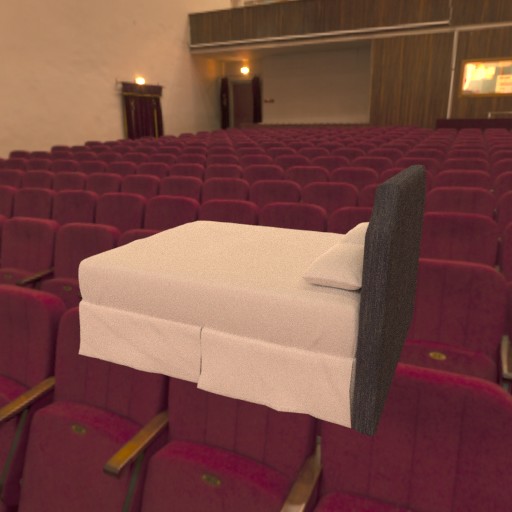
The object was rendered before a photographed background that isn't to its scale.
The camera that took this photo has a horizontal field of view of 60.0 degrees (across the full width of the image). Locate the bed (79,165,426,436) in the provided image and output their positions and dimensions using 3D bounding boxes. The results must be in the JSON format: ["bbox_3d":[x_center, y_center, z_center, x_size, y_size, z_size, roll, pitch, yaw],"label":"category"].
[{"bbox_3d":[0.000,0.000,3.237,2.116,1.290,1.693,7,18,24],"label":"bed"}]
